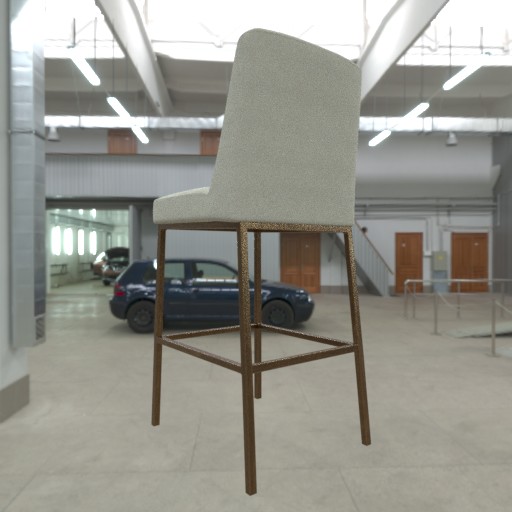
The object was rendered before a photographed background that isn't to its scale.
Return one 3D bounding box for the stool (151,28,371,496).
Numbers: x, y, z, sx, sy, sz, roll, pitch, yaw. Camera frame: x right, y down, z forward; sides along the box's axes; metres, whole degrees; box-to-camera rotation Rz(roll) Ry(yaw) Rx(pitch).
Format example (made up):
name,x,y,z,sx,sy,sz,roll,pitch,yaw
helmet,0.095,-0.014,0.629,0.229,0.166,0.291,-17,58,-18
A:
name,x,y,z,sx,sy,sz,roll,pitch,yaw
stool,0.000,0.000,1.343,0.462,1.084,0.546,-1,1,-38
